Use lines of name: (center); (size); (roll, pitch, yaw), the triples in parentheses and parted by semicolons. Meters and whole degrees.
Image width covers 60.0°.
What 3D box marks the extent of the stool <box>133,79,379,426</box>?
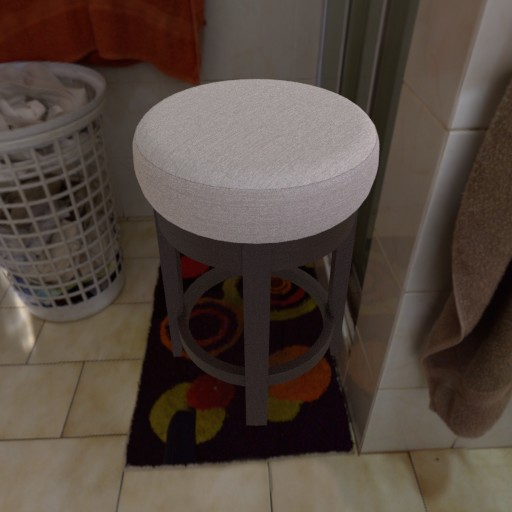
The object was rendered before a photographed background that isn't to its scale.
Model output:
stool: (0.000, 0.000, 0.988); (0.443, 0.672, 0.443); (0, 41, 0)
